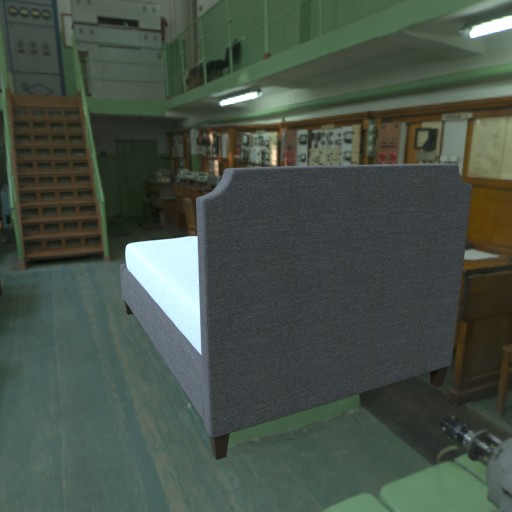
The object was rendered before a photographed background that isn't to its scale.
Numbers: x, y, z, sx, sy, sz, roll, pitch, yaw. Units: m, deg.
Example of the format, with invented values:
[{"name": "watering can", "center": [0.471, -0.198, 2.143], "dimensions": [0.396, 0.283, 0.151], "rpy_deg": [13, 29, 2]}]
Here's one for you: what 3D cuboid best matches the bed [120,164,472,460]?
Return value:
[{"name": "bed", "center": [0.000, 0.000, 3.449], "dimensions": [1.713, 1.457, 2.381], "rpy_deg": [-7, 15, -26]}]
